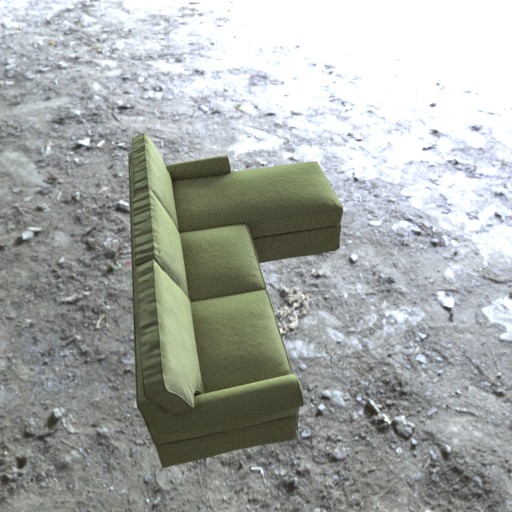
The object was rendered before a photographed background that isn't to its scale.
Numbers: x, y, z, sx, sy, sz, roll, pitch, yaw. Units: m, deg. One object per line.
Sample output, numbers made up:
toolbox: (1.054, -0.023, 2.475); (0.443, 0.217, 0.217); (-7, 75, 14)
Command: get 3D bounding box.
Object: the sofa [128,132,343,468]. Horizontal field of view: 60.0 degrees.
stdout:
sofa: (0.000, 0.000, 3.341); (1.733, 0.978, 2.475); (-9, 46, -9)
